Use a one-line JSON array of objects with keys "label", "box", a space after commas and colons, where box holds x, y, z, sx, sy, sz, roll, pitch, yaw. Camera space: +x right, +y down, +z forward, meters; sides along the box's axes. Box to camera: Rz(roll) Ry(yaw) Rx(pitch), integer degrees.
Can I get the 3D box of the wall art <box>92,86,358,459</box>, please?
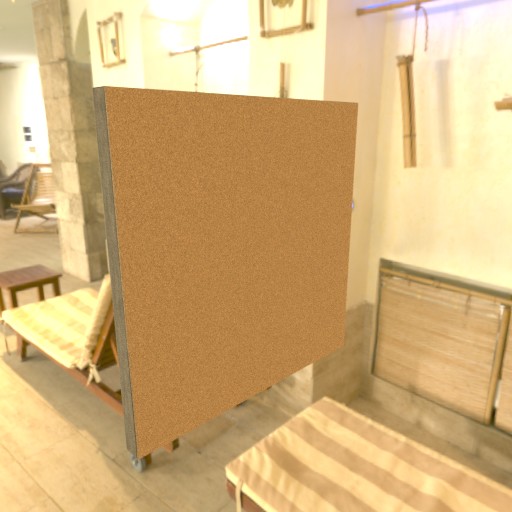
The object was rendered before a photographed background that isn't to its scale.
[{"label": "wall art", "box": [0.000, 0.000, 1.110, 0.749, 0.751, 0.050, -15, 22, -42]}]
